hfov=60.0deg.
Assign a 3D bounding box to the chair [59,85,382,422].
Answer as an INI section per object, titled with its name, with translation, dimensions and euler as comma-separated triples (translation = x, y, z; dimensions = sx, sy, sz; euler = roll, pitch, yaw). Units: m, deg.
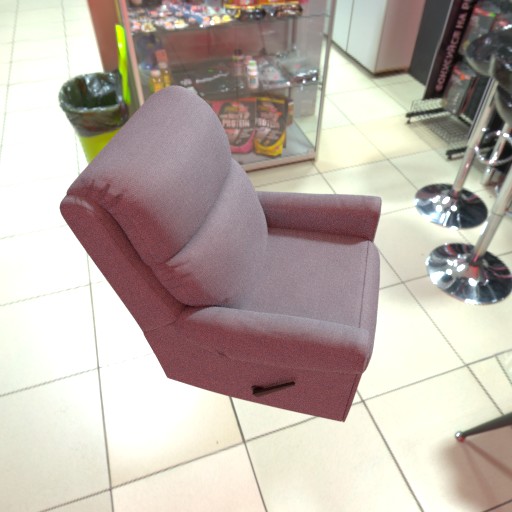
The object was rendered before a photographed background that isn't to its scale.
[chair]
translation = 0.000, 0.000, 1.755
dimensions = 1.014, 1.054, 0.838
euler = 10, 47, 10
